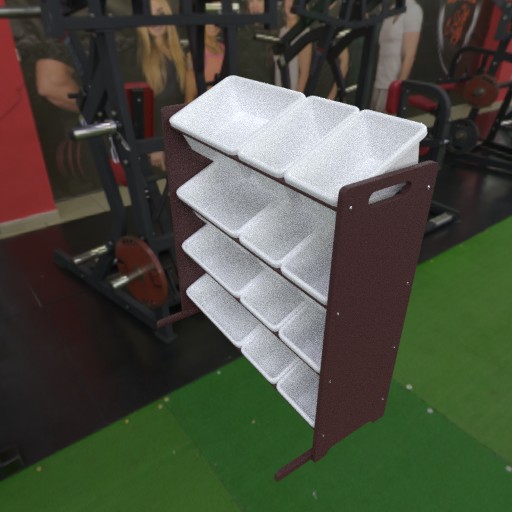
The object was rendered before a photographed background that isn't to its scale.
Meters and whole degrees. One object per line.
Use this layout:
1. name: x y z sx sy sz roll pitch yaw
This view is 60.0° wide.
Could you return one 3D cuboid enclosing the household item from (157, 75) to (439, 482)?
1. household item: 0.000 0.000 1.286 0.389 0.864 0.787 -20 36 -29
